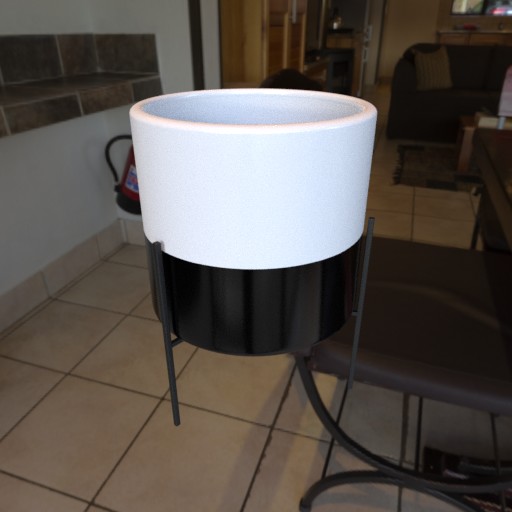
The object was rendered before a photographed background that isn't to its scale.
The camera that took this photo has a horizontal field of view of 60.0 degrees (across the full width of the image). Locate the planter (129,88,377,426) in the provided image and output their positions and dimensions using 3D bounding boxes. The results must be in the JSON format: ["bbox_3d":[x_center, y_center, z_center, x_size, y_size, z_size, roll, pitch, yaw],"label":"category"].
[{"bbox_3d":[0.000,0.000,0.652,0.310,0.432,0.310,0,27,0],"label":"planter"}]
